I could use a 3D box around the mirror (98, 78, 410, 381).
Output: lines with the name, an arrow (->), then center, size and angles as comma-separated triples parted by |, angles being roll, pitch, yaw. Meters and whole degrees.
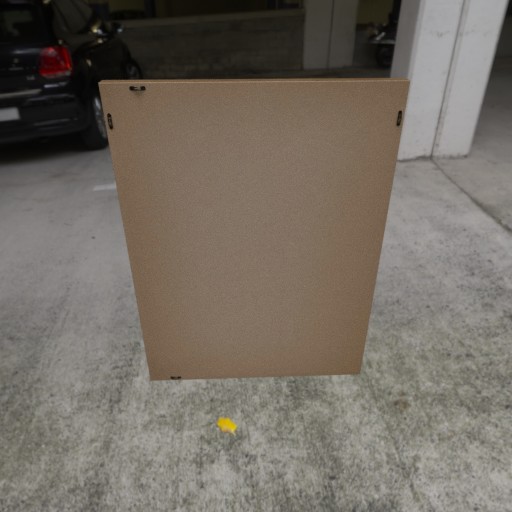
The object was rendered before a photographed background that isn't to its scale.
mirror -> 0.000, 0.000, 1.359 | 0.762, 1.016, 0.041 | -1, 31, -2
